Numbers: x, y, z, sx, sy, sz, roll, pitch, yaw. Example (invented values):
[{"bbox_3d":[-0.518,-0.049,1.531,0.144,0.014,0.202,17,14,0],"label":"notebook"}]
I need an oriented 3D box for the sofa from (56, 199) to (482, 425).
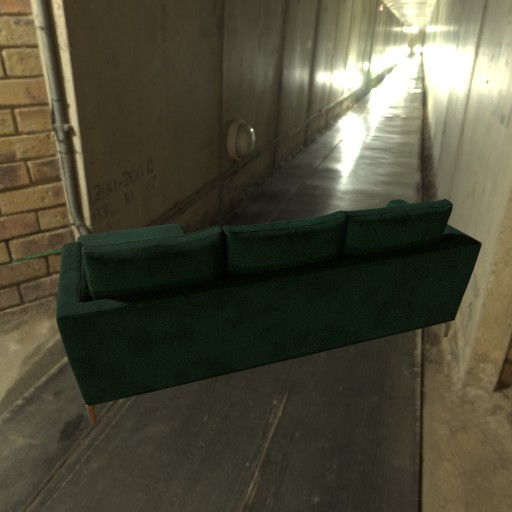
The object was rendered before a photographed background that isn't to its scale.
[{"bbox_3d":[0.000,0.000,3.088,2.441,1.007,1.489,-9,29,-17],"label":"sofa"}]
